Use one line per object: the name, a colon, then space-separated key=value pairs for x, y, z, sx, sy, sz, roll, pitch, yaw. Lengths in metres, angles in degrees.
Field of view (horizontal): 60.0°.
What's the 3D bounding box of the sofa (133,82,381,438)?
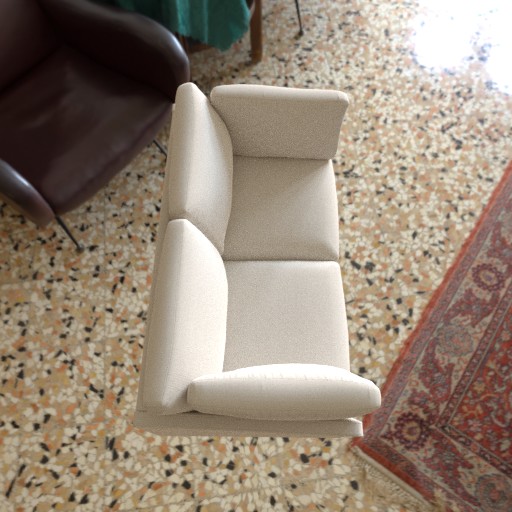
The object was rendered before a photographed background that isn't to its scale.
sofa: x=0.000 y=0.000 z=2.323 sx=0.970 sy=0.836 sz=1.776 roll=1 pitch=64 yaw=0
